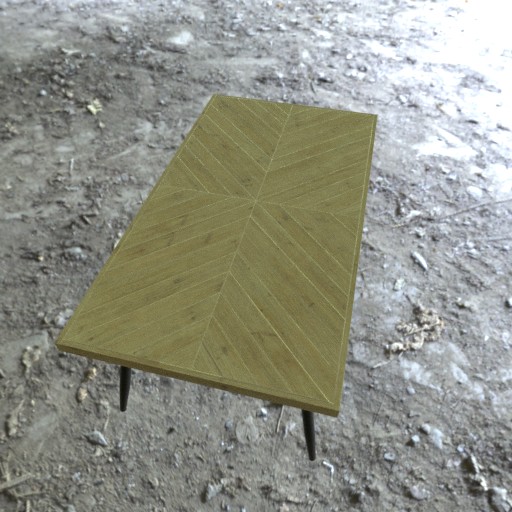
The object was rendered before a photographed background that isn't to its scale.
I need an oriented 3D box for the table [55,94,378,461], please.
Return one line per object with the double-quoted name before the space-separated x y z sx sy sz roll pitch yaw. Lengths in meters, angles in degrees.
"table" 0.000 0.000 2.328 0.991 0.762 1.803 11 49 9
